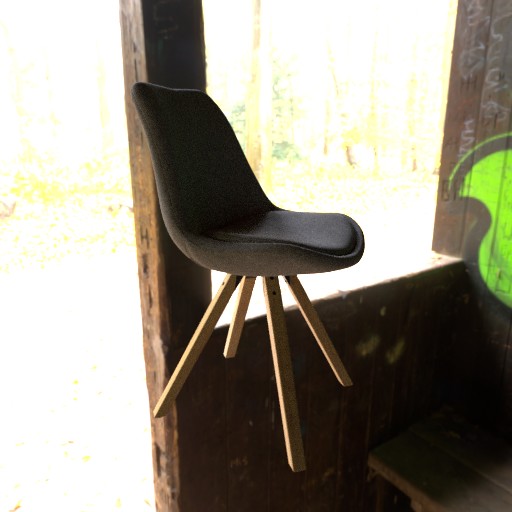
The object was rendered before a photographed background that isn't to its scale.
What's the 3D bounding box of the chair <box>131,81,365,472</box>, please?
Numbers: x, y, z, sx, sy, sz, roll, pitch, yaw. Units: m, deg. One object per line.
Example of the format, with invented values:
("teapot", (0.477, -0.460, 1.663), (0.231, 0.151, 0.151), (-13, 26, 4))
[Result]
("chair", (0.000, 0.000, 1.173), (0.550, 0.865, 0.483), (8, 17, 26))
